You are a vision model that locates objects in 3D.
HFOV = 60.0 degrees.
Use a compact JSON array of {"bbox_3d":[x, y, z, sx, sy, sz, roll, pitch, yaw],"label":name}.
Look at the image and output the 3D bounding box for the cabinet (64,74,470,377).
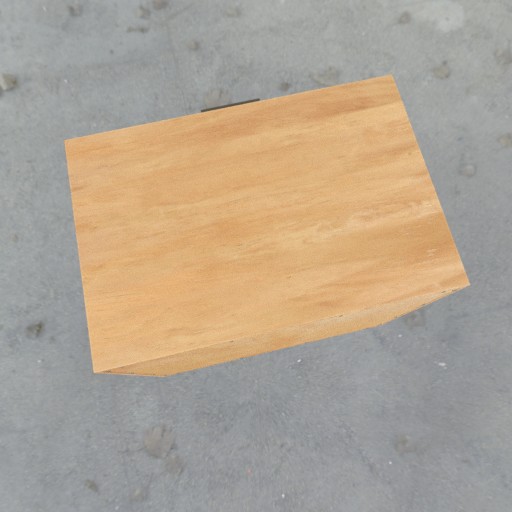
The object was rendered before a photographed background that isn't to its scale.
[{"bbox_3d":[0.000,0.000,0.970,0.551,0.599,0.394,-13,75,-4],"label":"cabinet"}]
